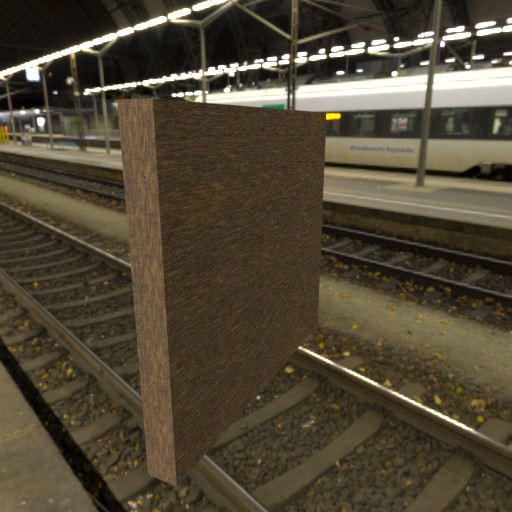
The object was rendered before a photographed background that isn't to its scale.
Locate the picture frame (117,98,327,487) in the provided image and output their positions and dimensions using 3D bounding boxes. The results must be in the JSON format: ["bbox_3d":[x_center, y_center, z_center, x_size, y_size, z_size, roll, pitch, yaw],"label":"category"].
[{"bbox_3d":[0.000,0.000,0.522,0.033,0.330,0.378,8,18,26],"label":"picture frame"}]
